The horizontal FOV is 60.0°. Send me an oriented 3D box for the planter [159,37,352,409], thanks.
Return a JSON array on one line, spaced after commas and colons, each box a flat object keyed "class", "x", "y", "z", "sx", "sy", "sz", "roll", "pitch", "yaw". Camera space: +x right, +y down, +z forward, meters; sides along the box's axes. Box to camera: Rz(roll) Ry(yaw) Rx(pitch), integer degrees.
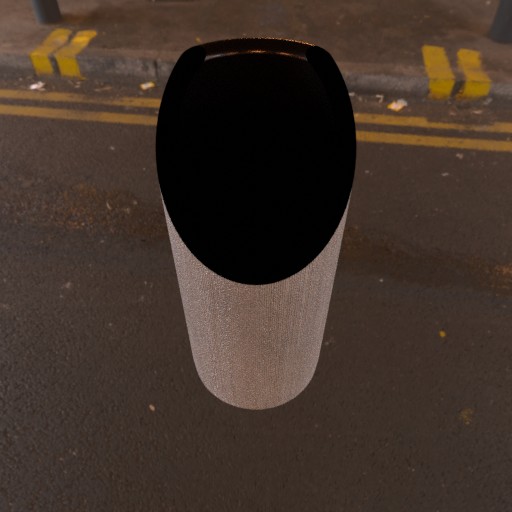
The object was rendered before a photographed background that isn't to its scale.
[{"class": "planter", "x": 0.000, "y": 0.000, "z": 0.126, "sx": 0.045, "sy": 0.103, "sz": 0.045, "roll": -33, "pitch": 55, "yaw": -27}]
